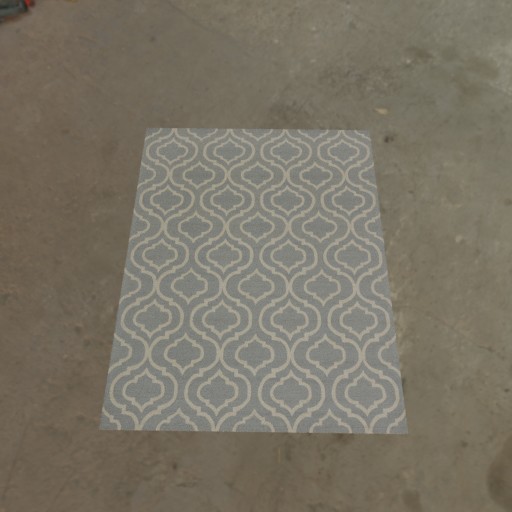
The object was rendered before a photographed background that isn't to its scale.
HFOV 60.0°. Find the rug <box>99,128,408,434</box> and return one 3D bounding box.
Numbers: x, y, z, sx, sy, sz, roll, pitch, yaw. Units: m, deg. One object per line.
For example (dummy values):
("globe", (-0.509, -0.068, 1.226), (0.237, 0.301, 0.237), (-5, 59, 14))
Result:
("rug", (0.000, 0.000, 3.911), (2.283, 0.006, 2.892), (1, 64, 0))
